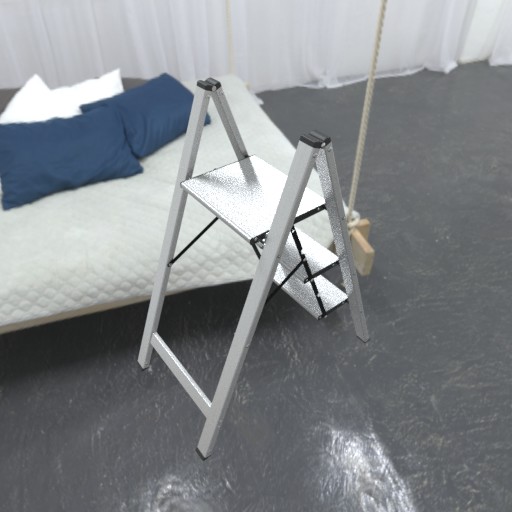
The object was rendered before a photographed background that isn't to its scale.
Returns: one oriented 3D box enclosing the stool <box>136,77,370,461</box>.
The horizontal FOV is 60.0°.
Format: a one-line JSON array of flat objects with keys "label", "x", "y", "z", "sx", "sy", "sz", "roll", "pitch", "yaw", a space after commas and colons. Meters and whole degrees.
[{"label": "stool", "x": 0.000, "y": 0.000, "z": 1.299, "sx": 0.730, "sy": 0.902, "sz": 0.441, "roll": -27, "pitch": 47, "yaw": -28}]
